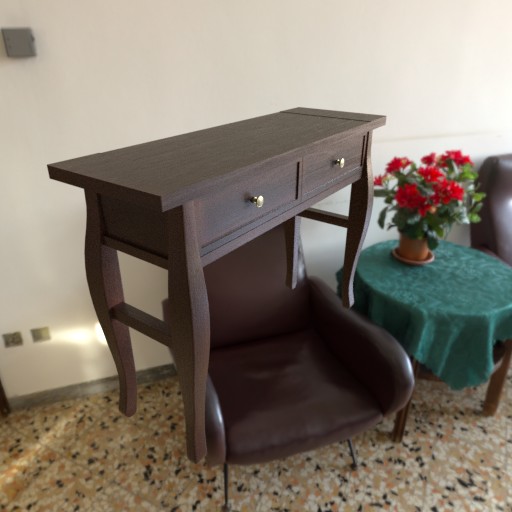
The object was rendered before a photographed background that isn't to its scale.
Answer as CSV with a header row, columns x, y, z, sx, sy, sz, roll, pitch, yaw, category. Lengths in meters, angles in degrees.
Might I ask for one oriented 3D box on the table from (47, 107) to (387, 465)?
x,y,z,sx,sy,sz,roll,pitch,yaw,category
0.000,0.000,1.426,0.373,0.768,1.062,18,32,32,table
